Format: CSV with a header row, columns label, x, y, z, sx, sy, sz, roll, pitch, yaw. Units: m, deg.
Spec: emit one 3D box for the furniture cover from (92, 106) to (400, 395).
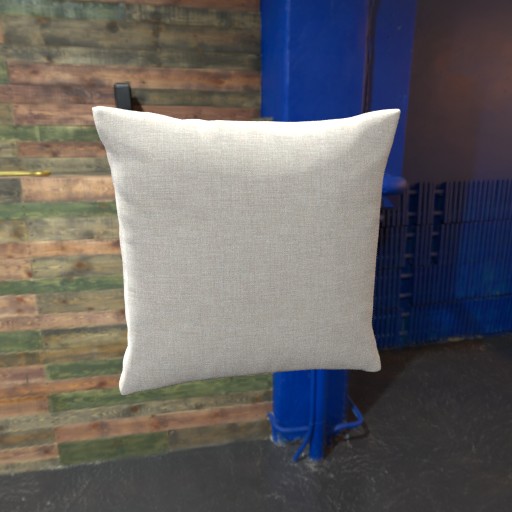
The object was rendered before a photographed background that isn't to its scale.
label,x,y,z,sx,sy,sz,roll,pitch,yaw
furniture cover,0.000,0.000,0.795,0.517,0.508,0.158,-3,15,-10
